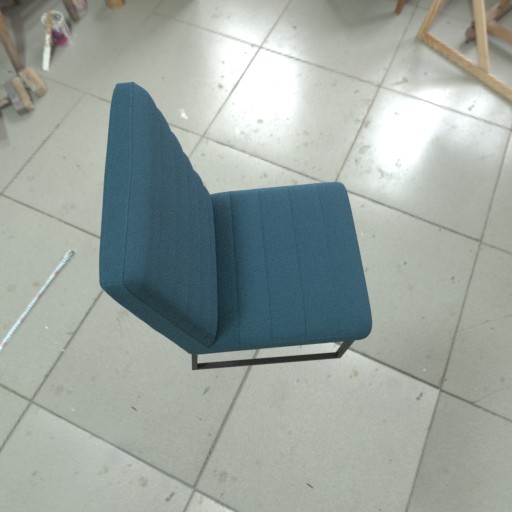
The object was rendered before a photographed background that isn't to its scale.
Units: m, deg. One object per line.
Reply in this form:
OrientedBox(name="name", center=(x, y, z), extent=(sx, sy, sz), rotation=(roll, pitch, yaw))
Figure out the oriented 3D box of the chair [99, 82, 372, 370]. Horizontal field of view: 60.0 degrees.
OrientedBox(name="chair", center=(0.000, 0.000, 1.325), extent=(0.634, 0.930, 0.520), rotation=(-4, 65, -2))
